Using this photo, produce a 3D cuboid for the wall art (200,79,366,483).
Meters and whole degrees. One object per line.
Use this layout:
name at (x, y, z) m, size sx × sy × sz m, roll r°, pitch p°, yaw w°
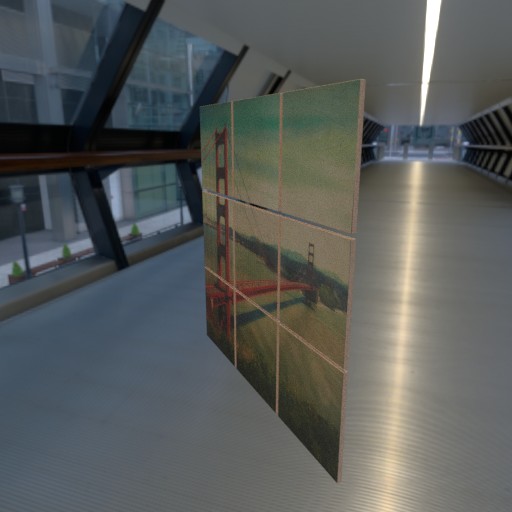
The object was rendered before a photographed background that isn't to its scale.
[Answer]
wall art at (0.000, 0.000, 1.348) m, size 0.012 × 0.910 × 0.917 m, roll -7°, pitch 17°, yaw -25°
